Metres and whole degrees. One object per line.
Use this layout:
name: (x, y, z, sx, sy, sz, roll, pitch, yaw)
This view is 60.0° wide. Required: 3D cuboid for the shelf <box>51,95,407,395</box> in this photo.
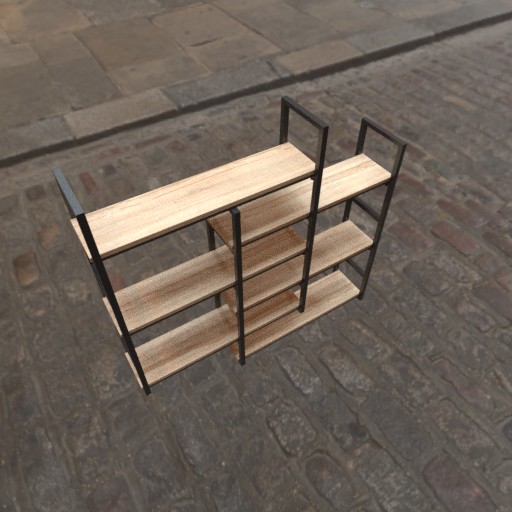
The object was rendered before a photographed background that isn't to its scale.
shelf: (0.000, 0.000, 1.415, 0.946, 0.921, 0.183, -25, 51, -21)
